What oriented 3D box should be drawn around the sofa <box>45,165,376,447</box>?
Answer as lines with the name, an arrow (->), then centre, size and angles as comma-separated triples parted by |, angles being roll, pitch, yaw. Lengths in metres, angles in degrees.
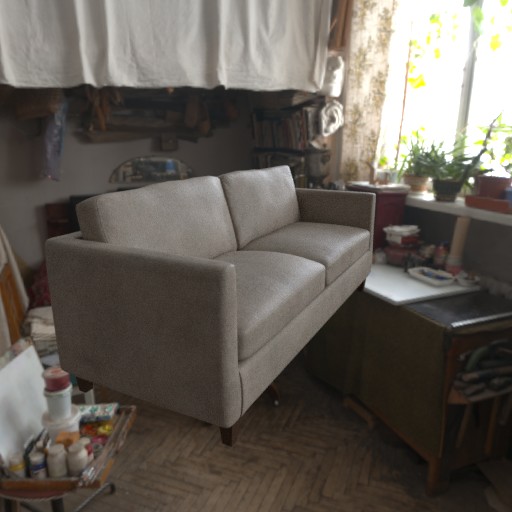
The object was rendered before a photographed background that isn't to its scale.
sofa -> 0.000, 0.000, 2.689 | 0.951, 0.965, 2.208 | 8, 18, 27
